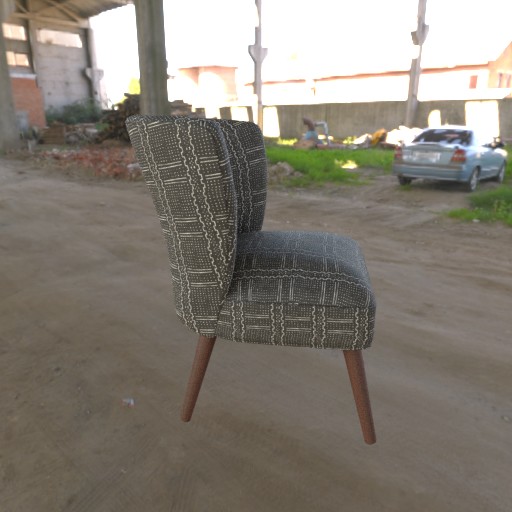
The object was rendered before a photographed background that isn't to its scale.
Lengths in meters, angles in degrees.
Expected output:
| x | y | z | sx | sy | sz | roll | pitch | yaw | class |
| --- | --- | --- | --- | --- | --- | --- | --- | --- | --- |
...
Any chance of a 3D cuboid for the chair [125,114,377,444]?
| x | y | z | sx | sy | sz | roll | pitch | yaw | class |
| --- | --- | --- | --- | --- | --- | --- | --- | --- | --- |
| 0.000 | 0.000 | 1.429 | 0.758 | 0.866 | 0.710 | 2 | 17 | 8 | chair |
